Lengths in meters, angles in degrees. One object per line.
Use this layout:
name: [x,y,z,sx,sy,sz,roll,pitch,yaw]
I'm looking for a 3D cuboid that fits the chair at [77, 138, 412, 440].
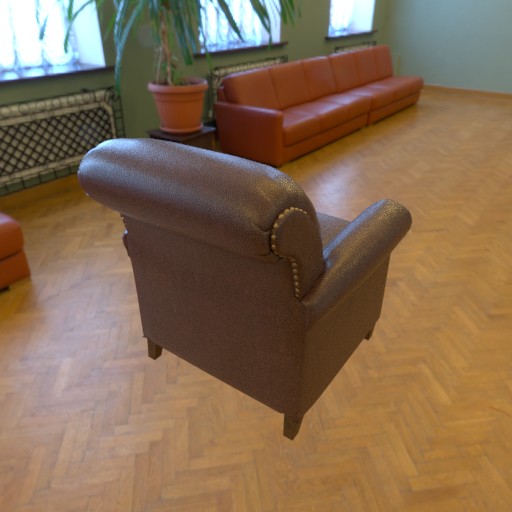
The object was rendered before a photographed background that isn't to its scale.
chair: [0.000,0.000,1.598,0.854,0.927,0.890,20,36,30]
